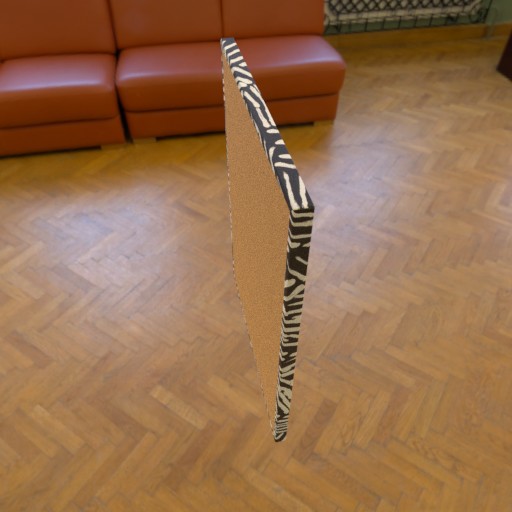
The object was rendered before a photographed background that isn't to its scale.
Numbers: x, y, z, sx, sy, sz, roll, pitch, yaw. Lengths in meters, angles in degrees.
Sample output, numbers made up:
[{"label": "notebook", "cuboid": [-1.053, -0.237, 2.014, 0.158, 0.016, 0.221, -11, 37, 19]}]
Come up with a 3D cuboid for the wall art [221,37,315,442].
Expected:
[{"label": "wall art", "cuboid": [0.000, 0.000, 1.371, 0.038, 1.017, 0.765, -9, 47, -9]}]
